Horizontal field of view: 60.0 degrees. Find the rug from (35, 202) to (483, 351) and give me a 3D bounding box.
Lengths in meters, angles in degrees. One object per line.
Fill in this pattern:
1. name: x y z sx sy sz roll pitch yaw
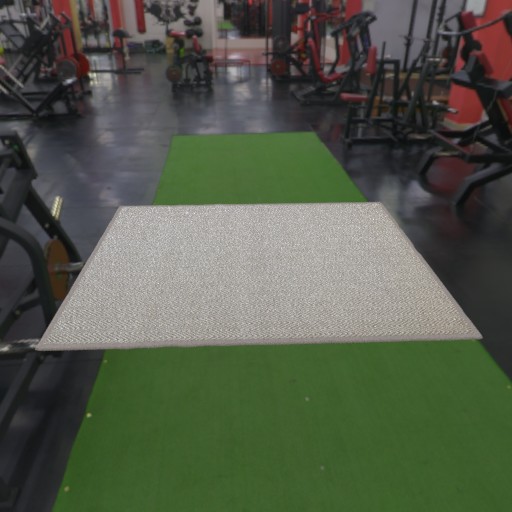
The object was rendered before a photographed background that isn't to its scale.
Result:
1. rug: 0.000 0.000 4.022 3.007 0.032 2.434 -1 29 -2
